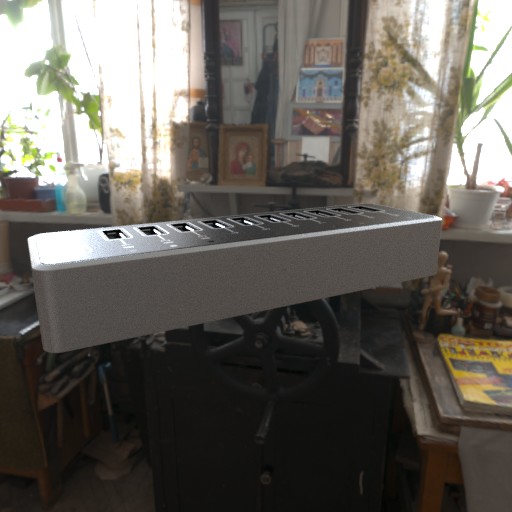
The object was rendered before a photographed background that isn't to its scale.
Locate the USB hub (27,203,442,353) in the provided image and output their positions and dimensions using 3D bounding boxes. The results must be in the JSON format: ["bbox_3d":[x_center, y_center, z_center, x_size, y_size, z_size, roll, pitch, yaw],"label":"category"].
[{"bbox_3d":[0.000,0.000,0.161,0.145,0.023,0.044,-8,17,-27],"label":"USB hub"}]
